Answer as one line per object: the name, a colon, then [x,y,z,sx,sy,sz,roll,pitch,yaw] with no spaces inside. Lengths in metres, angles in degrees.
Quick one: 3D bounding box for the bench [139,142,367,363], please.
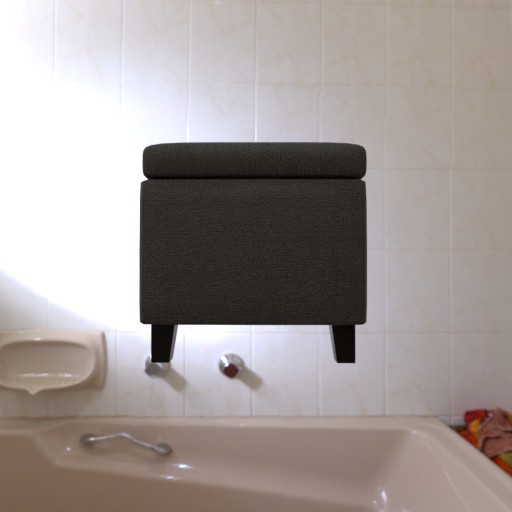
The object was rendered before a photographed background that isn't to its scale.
bench: [0.000,0.000,1.472,0.446,0.438,1.269,0,-1,1]
